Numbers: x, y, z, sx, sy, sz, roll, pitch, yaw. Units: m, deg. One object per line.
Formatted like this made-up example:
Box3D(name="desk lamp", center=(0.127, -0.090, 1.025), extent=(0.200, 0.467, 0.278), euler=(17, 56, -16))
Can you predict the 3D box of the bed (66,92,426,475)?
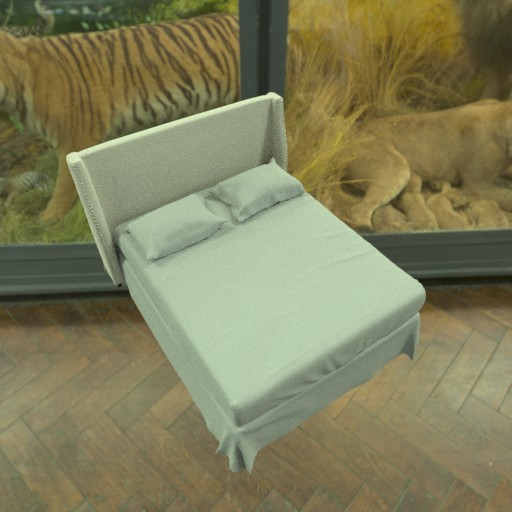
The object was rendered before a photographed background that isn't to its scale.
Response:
Box3D(name="bed", center=(0.000, 0.000, 3.444), extent=(1.925, 1.332, 2.276), euler=(-25, 50, -23))
